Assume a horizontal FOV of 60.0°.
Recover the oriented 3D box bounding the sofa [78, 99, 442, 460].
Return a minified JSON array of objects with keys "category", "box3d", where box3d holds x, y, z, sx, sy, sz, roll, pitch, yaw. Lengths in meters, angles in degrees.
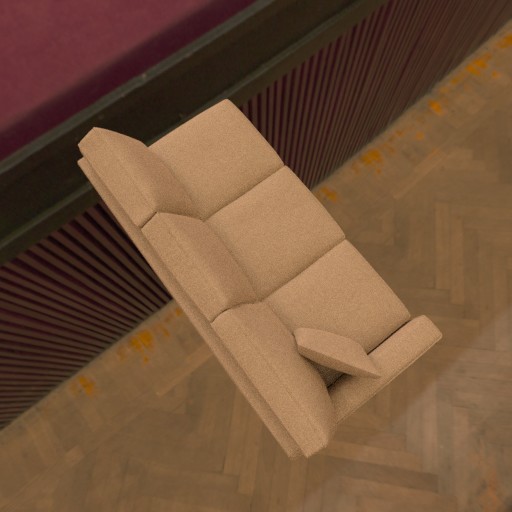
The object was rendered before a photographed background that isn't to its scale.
[{"category":"sofa","box3d":[0.000,0.000,2.598,1.034,0.946,1.962,-36,77,-9]}]
